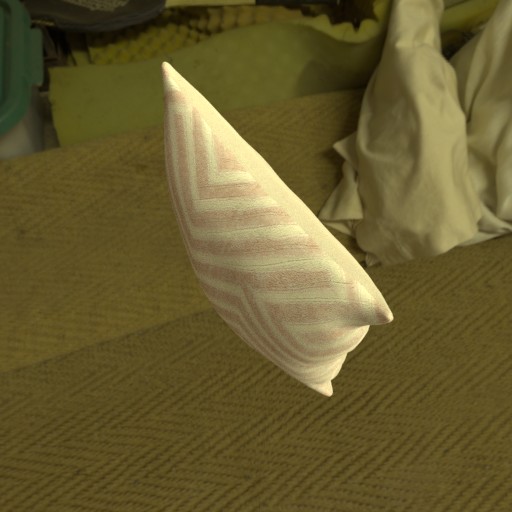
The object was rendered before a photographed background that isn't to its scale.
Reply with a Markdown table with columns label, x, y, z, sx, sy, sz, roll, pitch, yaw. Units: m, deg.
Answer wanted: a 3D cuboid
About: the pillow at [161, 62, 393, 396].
| label | x | y | z | sx | sy | sz | roll | pitch | yaw |
| --- | --- | --- | --- | --- | --- | --- | --- | --- | --- |
| pillow | 0.000 | 0.000 | 0.688 | 0.182 | 0.441 | 0.440 | -33 | 67 | -15 |
